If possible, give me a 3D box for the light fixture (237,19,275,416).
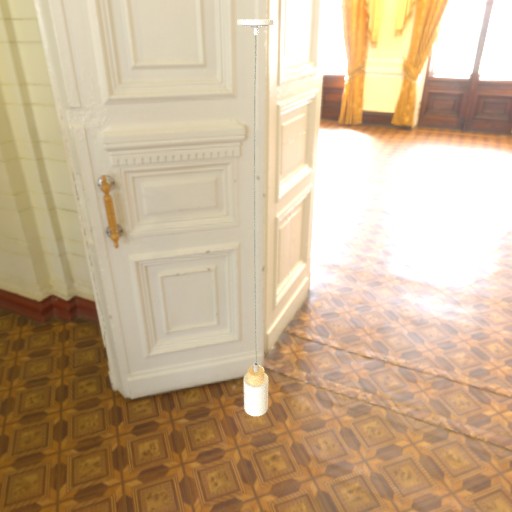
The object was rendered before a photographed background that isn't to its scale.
[{"bbox_3d":[0.000,0.000,1.909,0.125,1.798,0.125,-10,30,-18],"label":"light fixture"}]
